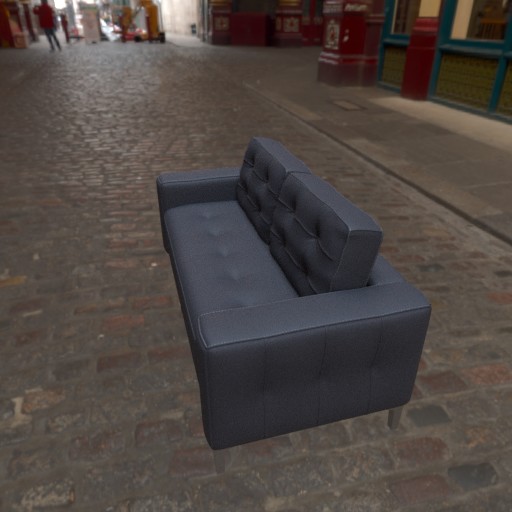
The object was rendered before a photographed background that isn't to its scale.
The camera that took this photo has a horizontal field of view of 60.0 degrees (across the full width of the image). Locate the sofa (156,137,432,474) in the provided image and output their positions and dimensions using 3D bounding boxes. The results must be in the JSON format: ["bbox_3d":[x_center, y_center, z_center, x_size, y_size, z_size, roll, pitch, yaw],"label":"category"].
[{"bbox_3d":[0.000,0.000,2.241,0.833,0.893,1.726,-8,30,-14],"label":"sofa"}]
